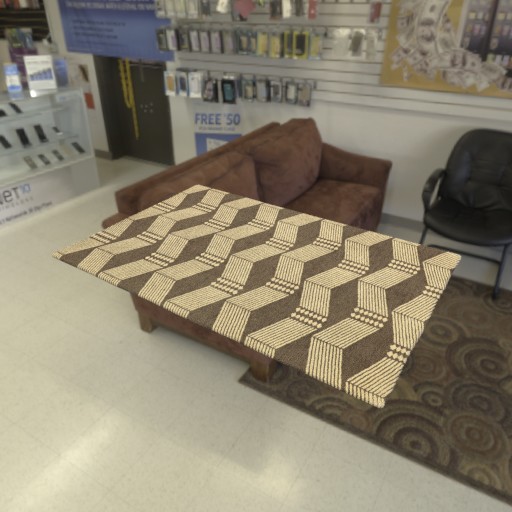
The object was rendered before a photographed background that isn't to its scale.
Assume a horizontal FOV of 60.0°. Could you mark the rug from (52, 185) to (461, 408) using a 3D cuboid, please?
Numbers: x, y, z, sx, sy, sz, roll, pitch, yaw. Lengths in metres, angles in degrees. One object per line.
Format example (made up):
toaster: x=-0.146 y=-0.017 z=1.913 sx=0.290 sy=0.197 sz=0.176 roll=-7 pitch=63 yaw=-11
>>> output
rug: x=0.000 y=0.000 z=2.366 sx=1.833 sy=0.016 sz=1.210 roll=19 pitch=36 yaw=28
